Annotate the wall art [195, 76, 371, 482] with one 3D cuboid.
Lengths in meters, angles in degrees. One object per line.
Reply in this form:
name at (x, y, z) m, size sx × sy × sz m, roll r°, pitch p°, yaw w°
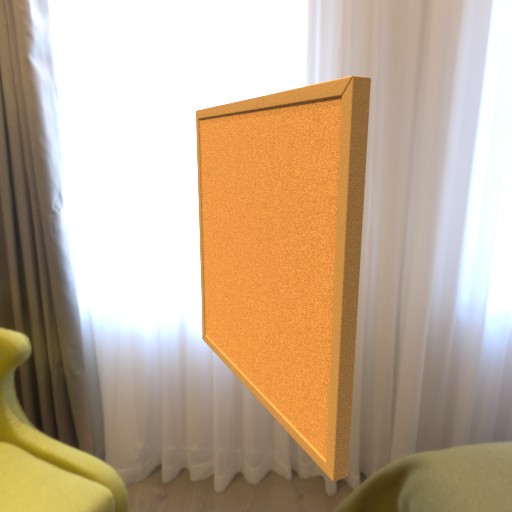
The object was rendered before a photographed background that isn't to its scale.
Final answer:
wall art at (0.000, 0.000, 1.133) m, size 0.037 × 0.761 × 0.761 m, roll -7°, pitch 15°, yaw -26°
